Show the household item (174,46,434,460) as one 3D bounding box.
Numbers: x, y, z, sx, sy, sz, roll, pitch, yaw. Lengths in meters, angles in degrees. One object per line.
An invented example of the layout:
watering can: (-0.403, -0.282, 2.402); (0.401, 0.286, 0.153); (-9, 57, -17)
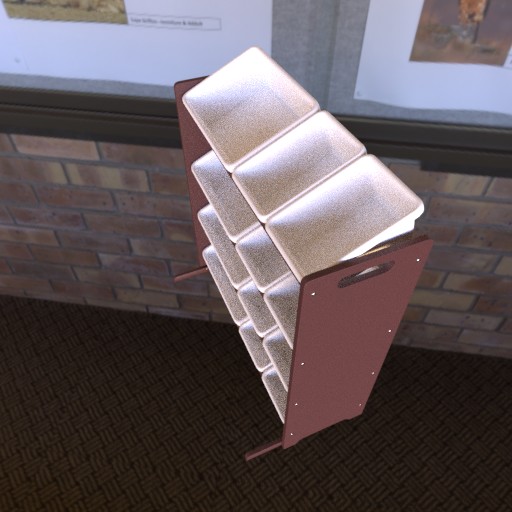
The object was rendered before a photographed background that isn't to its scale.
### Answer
household item: (0.000, 0.000, 1.275); (0.389, 0.864, 0.787); (-18, 50, -16)
